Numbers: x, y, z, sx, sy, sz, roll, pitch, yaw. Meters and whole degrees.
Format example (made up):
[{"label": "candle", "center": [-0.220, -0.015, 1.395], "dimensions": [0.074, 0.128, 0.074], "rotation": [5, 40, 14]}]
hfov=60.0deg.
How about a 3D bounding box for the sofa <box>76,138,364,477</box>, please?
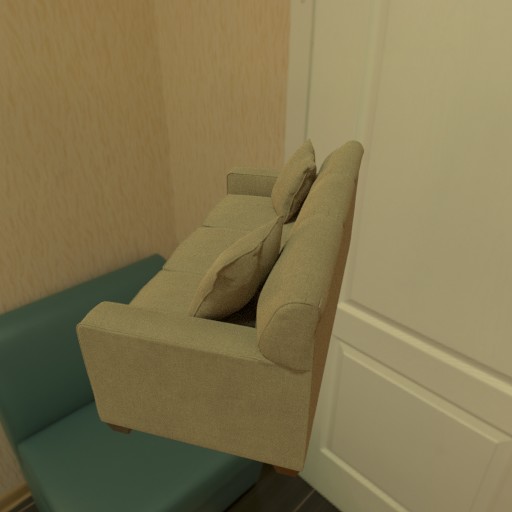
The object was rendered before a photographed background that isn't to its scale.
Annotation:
[{"label": "sofa", "center": [0.000, 0.000, 2.543], "dimensions": [0.997, 0.958, 2.024], "rotation": [8, 31, 14]}]
